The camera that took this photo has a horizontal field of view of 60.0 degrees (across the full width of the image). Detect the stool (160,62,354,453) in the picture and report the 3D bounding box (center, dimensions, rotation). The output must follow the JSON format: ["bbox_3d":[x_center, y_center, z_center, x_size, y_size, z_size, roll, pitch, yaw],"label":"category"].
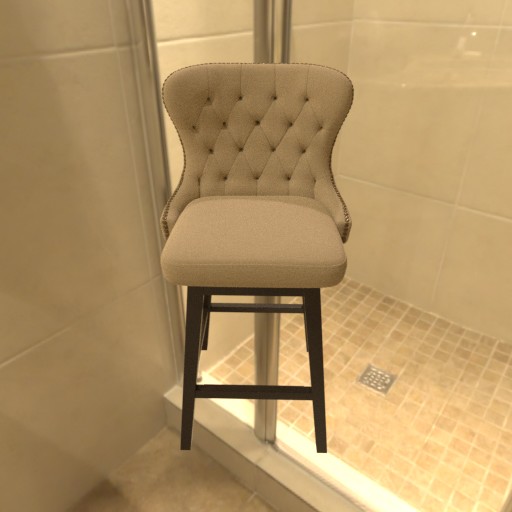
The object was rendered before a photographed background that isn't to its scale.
[{"bbox_3d":[0.000,0.000,1.290,0.528,0.971,0.593,1,31,1],"label":"stool"}]
